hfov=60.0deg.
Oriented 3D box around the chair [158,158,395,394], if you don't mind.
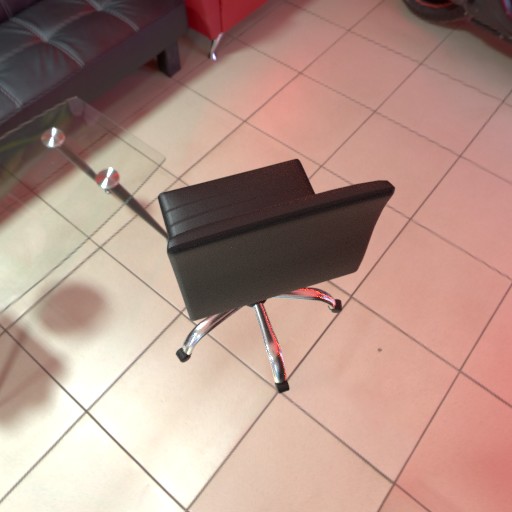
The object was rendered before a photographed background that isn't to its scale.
[{"bbox_3d":[0.000,0.000,1.111,0.556,0.780,0.530,-16,62,-9],"label":"chair"}]
